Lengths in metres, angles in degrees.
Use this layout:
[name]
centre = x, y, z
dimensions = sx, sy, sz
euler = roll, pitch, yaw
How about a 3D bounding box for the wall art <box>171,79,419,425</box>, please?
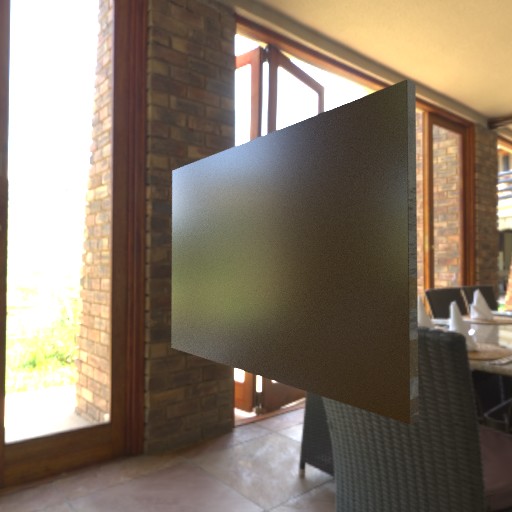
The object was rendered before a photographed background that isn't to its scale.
[wall art]
centre = 0.000, 0.000, 1.162
dimensions = 0.027, 0.610, 0.932
euler = 1, -2, -37
